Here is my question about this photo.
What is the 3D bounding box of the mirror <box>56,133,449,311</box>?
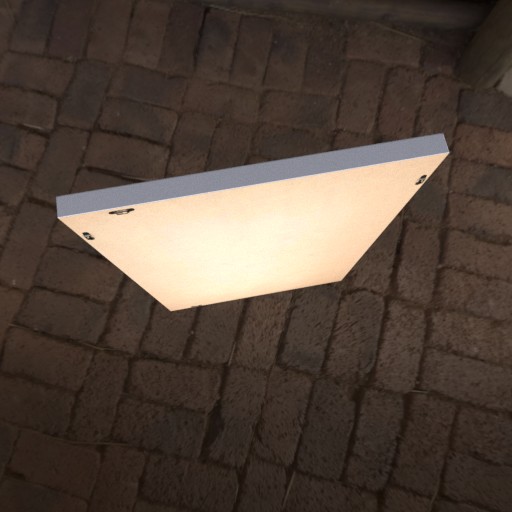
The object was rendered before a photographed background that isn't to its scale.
[{"bbox_3d":[0.000,0.000,1.122,0.609,0.914,0.041,-10,74,-3],"label":"mirror"}]
